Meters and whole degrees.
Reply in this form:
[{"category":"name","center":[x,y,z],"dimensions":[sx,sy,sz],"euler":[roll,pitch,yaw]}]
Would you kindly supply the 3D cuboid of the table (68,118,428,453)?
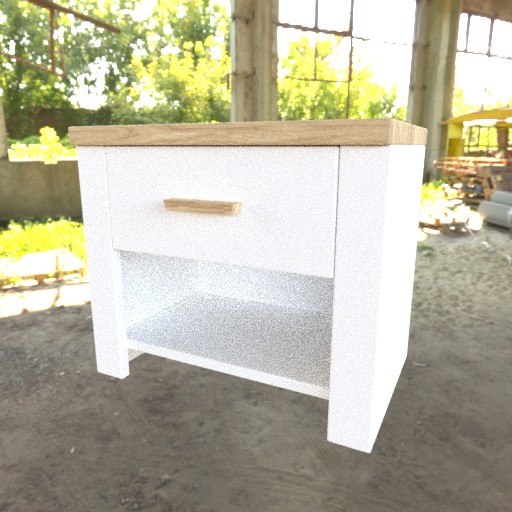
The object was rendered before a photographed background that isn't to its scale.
[{"category":"table","center":[0.000,0.000,0.790],"dimensions":[0.500,0.440,0.360],"euler":[7,15,26]}]
